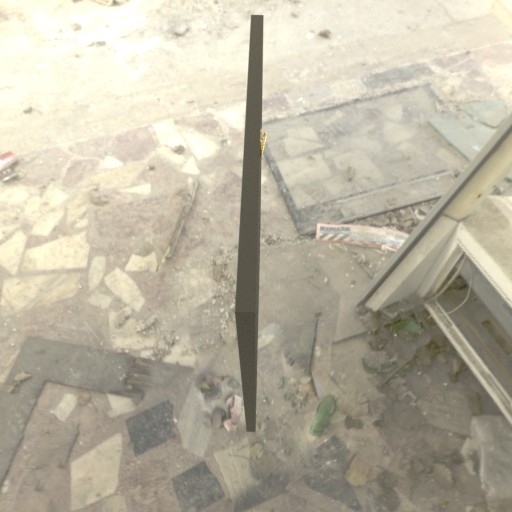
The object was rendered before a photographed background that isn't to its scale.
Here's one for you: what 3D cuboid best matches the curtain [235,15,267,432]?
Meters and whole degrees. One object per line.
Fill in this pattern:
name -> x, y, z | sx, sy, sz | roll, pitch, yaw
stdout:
curtain -> 0.000, 0.000, 0.783 | 0.027, 0.585, 0.483 | 1, 58, 1
